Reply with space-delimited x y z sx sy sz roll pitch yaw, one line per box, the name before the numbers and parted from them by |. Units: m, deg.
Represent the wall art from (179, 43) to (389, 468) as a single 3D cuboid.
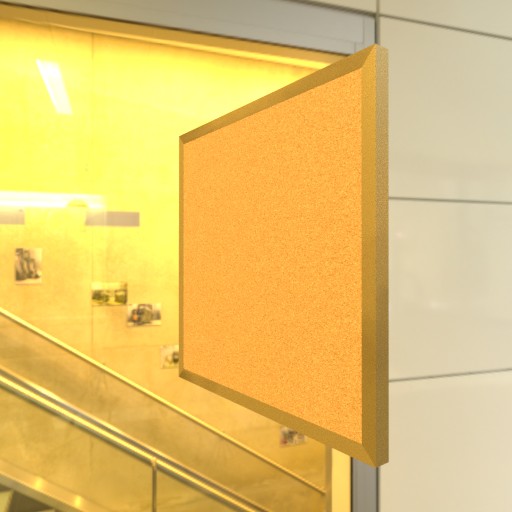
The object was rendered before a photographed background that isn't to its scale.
wall art | 0.000 0.000 1.111 0.038 0.762 0.762 0 0 -37
